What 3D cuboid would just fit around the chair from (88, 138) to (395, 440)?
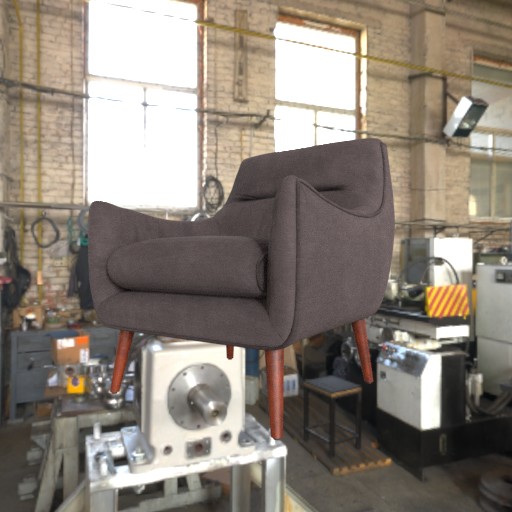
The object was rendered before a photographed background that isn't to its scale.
[{"bbox_3d":[0.000,0.000,1.448,0.762,0.838,0.787,0,0,36],"label":"chair"}]
